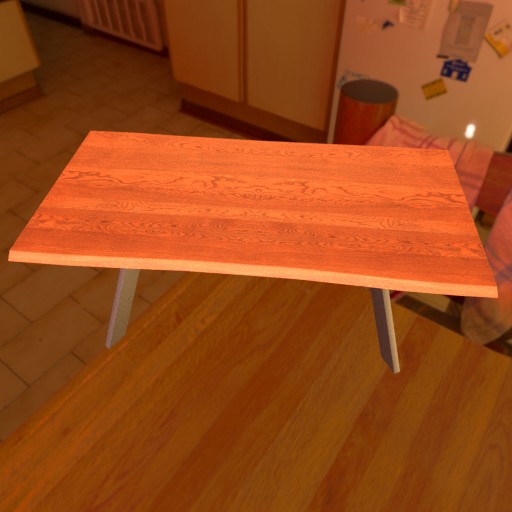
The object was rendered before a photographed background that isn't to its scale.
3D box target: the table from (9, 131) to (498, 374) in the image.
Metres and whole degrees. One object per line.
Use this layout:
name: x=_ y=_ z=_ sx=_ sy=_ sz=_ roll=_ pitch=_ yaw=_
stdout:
table: x=0.000 y=0.000 z=2.179 sx=1.800 sy=0.770 sz=0.900 roll=4 pitch=46 yaw=4
